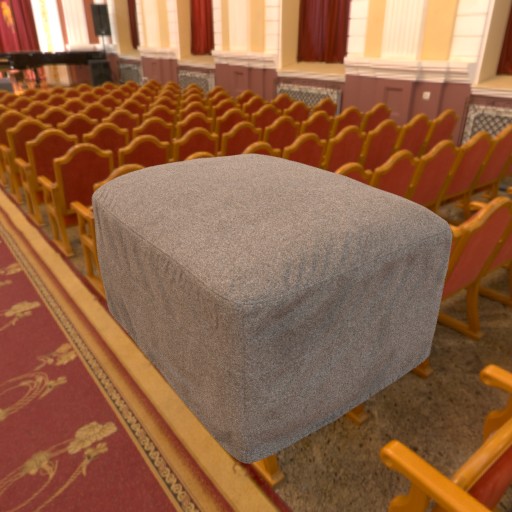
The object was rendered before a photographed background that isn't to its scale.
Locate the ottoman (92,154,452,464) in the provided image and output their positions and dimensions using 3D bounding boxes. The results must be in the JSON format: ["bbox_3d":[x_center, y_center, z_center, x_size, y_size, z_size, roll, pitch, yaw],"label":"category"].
[{"bbox_3d":[0.000,0.000,1.263,0.683,0.481,0.837,-18,32,-33],"label":"ottoman"}]
